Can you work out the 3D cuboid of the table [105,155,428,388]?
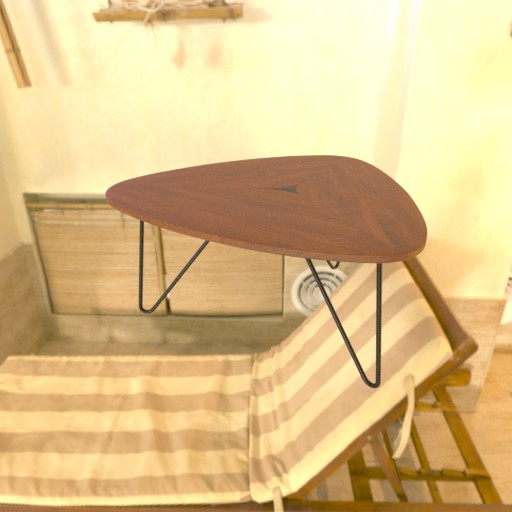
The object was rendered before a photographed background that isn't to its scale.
[{"bbox_3d":[0.000,0.000,1.314,0.821,0.413,0.833,1,26,1],"label":"table"}]
